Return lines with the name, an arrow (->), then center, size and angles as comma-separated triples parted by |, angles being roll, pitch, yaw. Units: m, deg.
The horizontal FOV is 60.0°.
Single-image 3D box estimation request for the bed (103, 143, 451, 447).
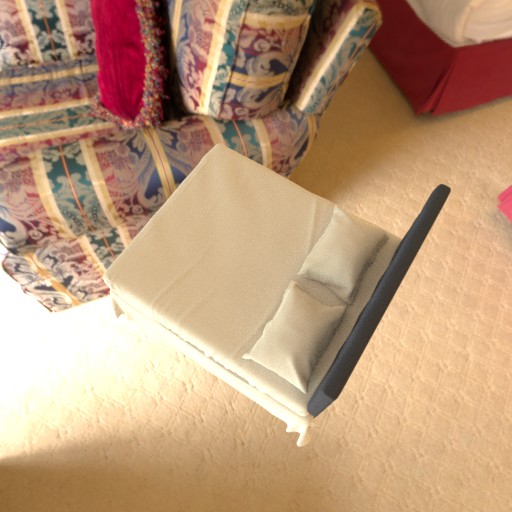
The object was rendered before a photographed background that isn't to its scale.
bed -> 0.000, 0.000, 3.583 | 2.222, 1.577, 1.936 | 30, 68, 14
